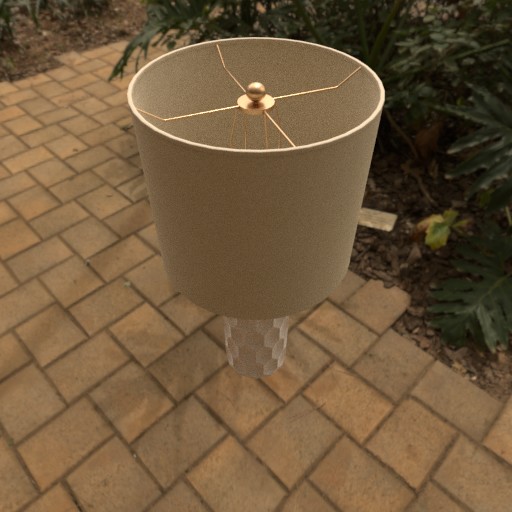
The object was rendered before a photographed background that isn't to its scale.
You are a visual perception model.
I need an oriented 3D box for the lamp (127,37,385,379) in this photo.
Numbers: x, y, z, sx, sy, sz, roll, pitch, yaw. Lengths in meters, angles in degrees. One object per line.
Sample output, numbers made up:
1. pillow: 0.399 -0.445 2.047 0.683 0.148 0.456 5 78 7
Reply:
1. lamp: 0.000 0.000 0.675 0.277 0.537 0.277 12 46 11
